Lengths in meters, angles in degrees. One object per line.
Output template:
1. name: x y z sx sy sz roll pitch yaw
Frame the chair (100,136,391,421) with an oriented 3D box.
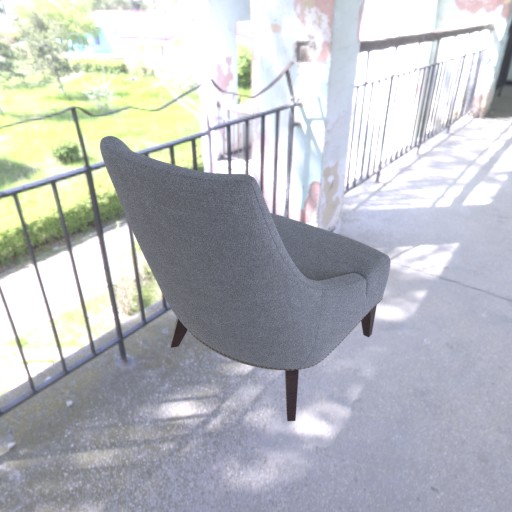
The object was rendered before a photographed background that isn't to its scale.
1. chair: 0.000 0.000 1.559 0.701 0.909 0.861 22 37 32
